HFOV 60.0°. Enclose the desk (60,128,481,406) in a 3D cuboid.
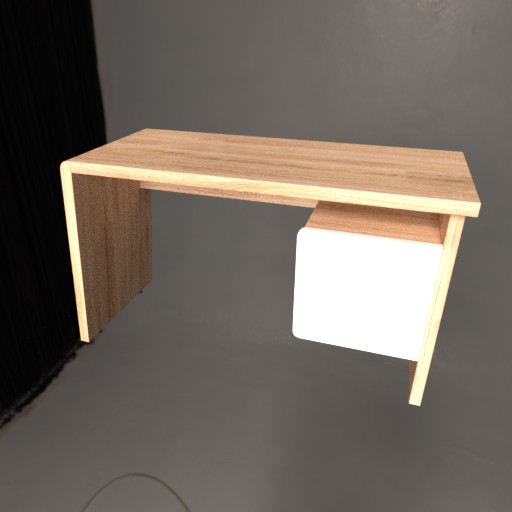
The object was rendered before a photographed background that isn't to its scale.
[{"bbox_3d":[0.000,0.000,1.628,1.300,0.750,0.500,9,29,16],"label":"desk"}]
